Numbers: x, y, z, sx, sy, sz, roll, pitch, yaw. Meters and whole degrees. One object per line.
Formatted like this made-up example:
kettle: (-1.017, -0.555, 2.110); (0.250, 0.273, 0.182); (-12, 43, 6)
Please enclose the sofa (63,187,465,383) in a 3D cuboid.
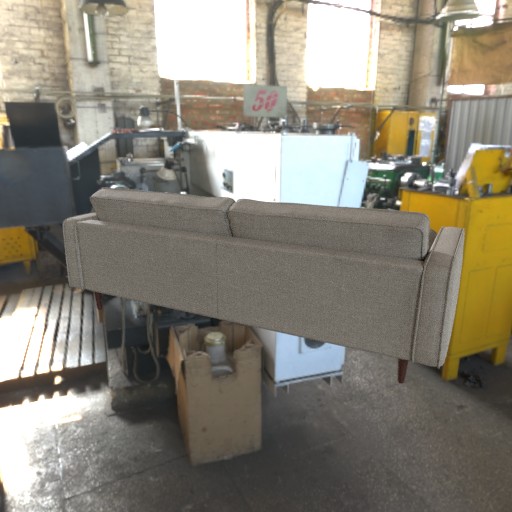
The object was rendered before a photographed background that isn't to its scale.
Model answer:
sofa: (0.000, 0.000, 2.632); (2.211, 0.762, 0.914); (8, 18, 26)
